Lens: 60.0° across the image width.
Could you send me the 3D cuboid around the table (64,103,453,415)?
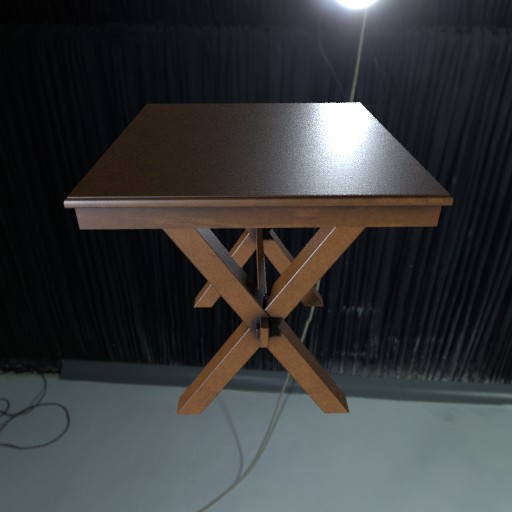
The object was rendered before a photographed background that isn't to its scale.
[{"bbox_3d":[0.000,0.000,1.036,0.560,0.562,0.602,-1,31,-1],"label":"table"}]
